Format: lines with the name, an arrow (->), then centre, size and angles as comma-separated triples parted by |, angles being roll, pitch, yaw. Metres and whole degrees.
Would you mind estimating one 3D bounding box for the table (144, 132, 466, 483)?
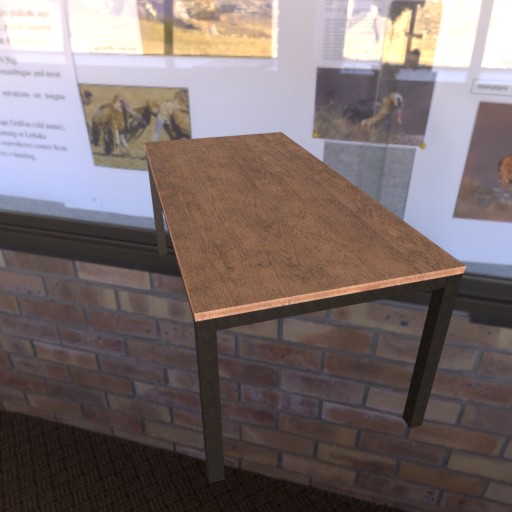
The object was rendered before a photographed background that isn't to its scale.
table -> 0.000, 0.000, 2.277 | 0.893, 0.767, 1.805 | -8, 31, -14
